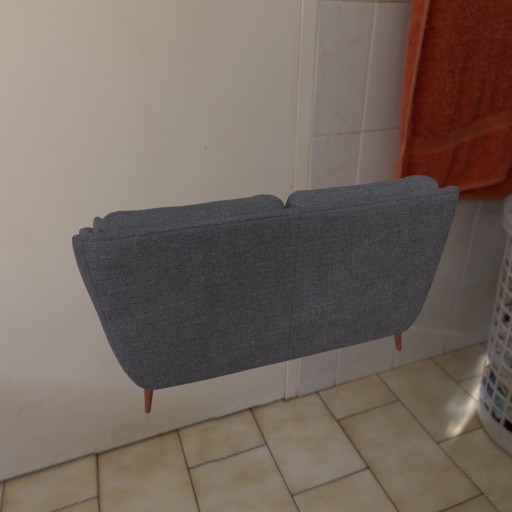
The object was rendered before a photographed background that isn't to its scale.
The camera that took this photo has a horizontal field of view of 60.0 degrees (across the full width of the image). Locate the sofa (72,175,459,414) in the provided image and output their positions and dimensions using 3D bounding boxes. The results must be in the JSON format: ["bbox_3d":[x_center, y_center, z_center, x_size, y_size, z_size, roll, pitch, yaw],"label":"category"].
[{"bbox_3d":[0.000,0.000,2.216,1.646,0.887,0.976,-9,29,-17],"label":"sofa"}]
